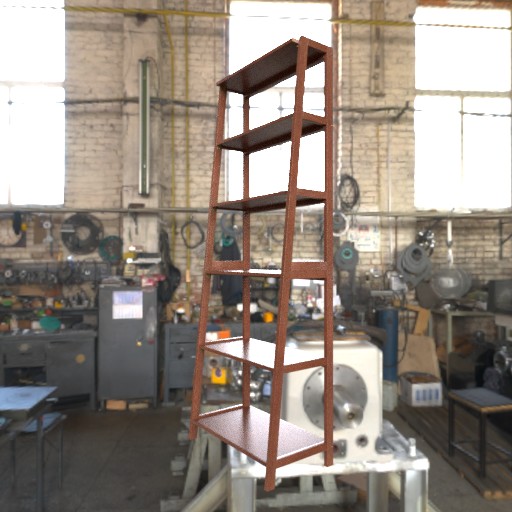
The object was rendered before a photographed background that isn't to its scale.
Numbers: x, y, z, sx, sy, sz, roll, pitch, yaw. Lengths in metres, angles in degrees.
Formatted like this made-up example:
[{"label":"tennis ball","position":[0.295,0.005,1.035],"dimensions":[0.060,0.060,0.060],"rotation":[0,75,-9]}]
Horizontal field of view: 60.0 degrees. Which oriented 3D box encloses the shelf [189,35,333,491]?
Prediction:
[{"label":"shelf","position":[0.000,0.000,2.156],"dimensions":[0.382,1.892,0.660],"rotation":[0,0,-37]}]
